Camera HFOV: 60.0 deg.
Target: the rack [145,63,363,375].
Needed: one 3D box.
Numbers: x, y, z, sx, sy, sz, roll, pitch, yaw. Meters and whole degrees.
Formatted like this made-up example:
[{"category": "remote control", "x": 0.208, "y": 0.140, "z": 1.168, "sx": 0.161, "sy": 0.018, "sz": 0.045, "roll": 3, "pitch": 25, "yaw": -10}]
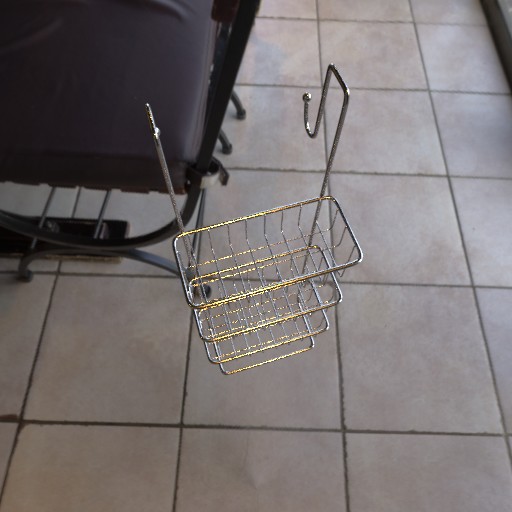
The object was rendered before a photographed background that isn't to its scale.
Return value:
[{"category": "rack", "x": 0.000, "y": 0.000, "z": 0.674, "sx": 0.228, "sy": 0.574, "sz": 0.202, "roll": -15, "pitch": 63, "yaw": -8}]
